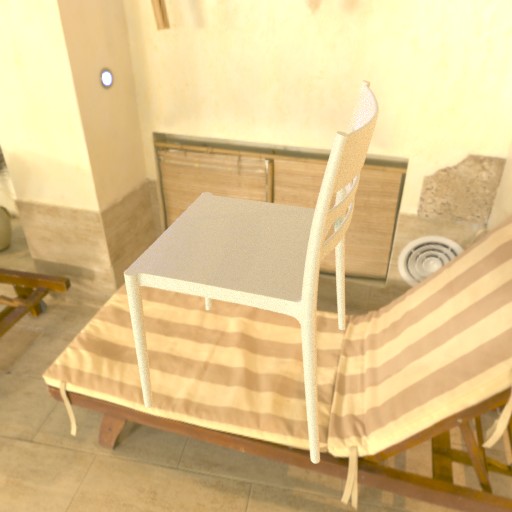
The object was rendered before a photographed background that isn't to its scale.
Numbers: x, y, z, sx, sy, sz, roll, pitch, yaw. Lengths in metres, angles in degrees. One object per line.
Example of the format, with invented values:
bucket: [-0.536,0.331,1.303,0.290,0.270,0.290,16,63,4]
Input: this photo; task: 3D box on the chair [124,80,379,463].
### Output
chair: [0.000,0.000,1.145,0.511,0.800,0.531,9,33,14]
